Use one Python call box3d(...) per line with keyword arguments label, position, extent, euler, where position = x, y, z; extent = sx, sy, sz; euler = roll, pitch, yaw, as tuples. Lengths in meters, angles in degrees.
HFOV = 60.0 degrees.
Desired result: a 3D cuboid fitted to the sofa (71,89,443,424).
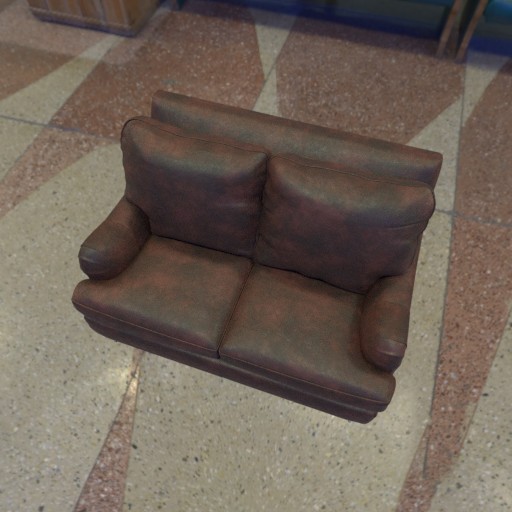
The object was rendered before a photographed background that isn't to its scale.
box3d(label="sofa", position=(0.000, 0.000, 2.326), extent=(1.628, 1.070, 1.148), euler=(16, 58, 10))
